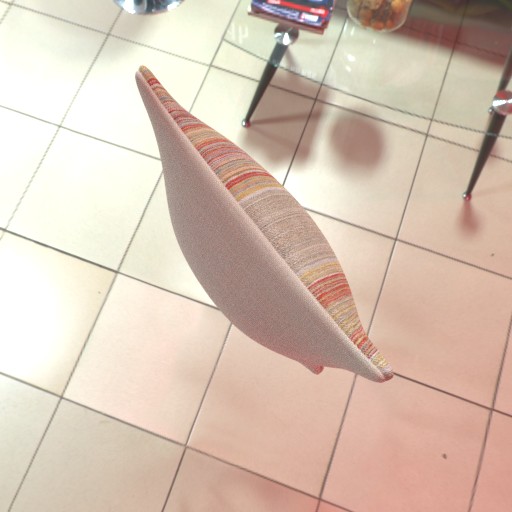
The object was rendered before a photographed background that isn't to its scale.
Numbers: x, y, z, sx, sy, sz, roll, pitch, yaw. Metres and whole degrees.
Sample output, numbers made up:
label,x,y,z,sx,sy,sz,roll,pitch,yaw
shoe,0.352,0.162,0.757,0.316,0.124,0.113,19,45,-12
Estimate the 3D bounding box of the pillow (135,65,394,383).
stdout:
label,x,y,z,sx,sy,sz,roll,pitch,yaw
pillow,0.000,0.000,0.691,0.191,0.449,0.451,-36,78,-9
